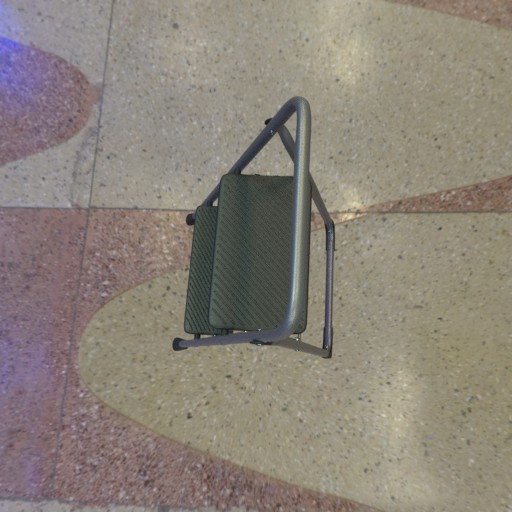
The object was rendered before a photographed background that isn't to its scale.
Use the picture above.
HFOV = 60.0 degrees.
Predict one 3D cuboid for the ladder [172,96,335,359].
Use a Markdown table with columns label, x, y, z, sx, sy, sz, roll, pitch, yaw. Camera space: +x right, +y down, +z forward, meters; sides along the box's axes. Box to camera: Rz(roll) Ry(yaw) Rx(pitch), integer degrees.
| label | x | y | z | sx | sy | sz | roll | pitch | yaw |
| --- | --- | --- | --- | --- | --- | --- | --- | --- | --- |
| ladder | 0.000 | 0.000 | 1.011 | 0.472 | 0.720 | 0.430 | 4 | 76 | 1 |
